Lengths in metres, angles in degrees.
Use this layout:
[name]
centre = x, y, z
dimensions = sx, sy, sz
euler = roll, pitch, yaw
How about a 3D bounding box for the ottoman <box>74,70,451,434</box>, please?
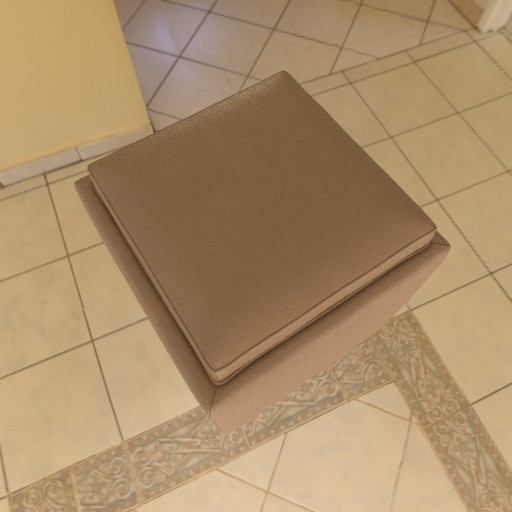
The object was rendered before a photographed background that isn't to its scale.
[ottoman]
centre = 0.000, 0.000, 0.837
dimensions = 0.450, 0.460, 0.451
euler = -31, 68, -14
